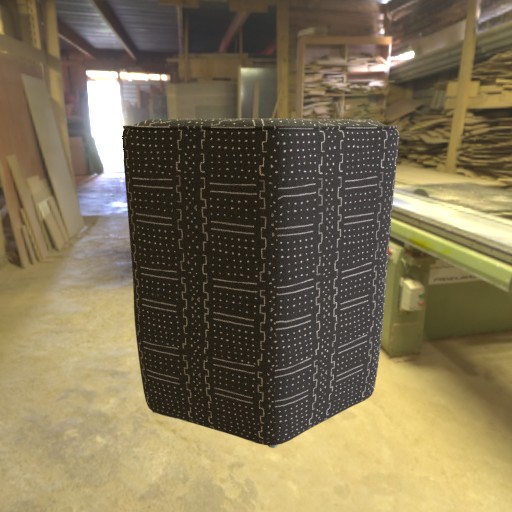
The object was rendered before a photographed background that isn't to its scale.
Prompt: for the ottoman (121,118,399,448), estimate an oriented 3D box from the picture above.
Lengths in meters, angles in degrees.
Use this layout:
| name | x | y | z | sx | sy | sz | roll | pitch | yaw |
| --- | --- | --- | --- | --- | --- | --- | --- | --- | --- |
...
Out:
| name | x | y | z | sx | sy | sz | roll | pitch | yaw |
| --- | --- | --- | --- | --- | --- | --- | --- | --- | --- |
| ottoman | 0.000 | 0.000 | 0.856 | 0.443 | 0.502 | 0.494 | -2 | 16 | -6 |
